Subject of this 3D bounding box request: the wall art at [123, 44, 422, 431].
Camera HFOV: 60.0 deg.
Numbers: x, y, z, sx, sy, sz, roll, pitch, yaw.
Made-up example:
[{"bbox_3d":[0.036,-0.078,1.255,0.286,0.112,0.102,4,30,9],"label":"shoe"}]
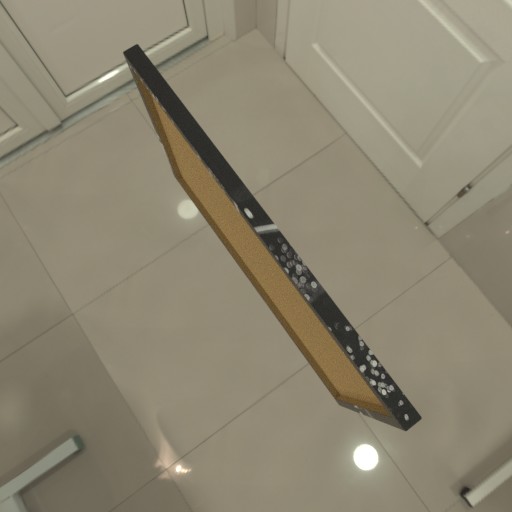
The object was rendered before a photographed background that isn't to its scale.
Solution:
[{"bbox_3d":[0.000,0.000,1.130,0.038,0.609,0.914,-35,78,-8],"label":"wall art"}]
